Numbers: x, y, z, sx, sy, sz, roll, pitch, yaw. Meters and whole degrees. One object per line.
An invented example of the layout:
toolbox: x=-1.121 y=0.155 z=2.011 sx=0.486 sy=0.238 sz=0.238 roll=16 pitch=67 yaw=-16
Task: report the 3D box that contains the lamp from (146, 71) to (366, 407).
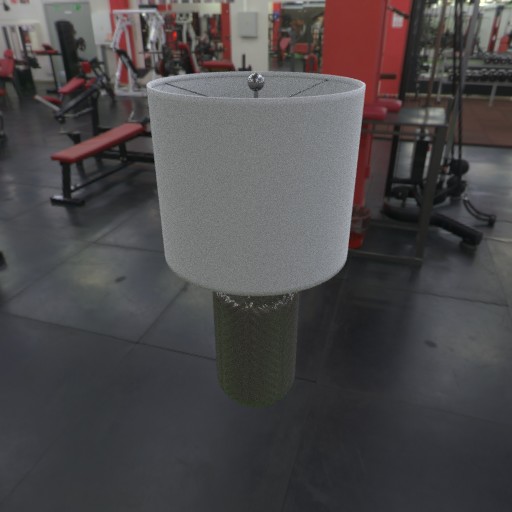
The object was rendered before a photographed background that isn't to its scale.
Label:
lamp: x=0.000 y=0.000 z=0.508 sx=0.203 sy=0.389 sz=0.203 roll=10 pitch=29 yaw=18
